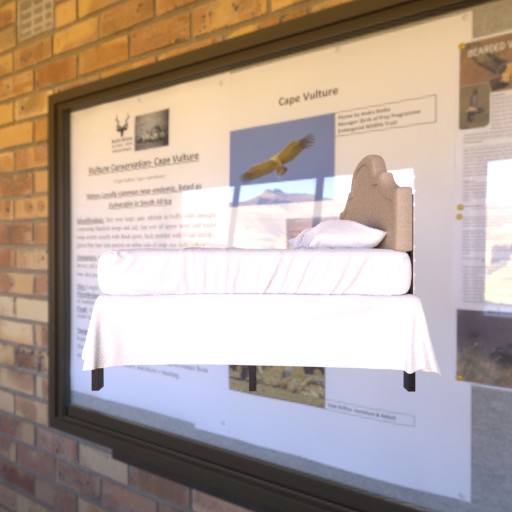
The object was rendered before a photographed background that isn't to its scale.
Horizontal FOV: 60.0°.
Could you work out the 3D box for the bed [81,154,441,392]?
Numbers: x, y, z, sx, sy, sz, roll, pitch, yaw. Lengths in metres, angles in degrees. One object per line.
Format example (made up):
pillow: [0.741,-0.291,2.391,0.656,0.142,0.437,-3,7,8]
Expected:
bed: [0.000,0.000,3.690,2.222,1.631,2.303,0,0,0]
